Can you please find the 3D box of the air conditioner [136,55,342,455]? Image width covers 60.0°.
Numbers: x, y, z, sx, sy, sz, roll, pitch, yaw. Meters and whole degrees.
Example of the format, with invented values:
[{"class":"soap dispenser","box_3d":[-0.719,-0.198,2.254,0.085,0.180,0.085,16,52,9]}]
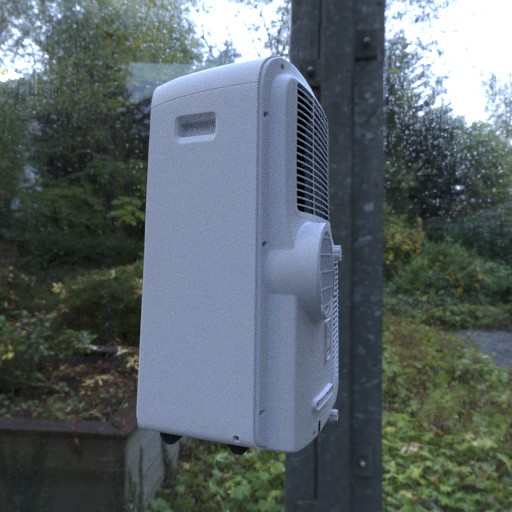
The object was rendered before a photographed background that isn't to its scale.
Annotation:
[{"class":"air conditioner","box_3d":[0.000,0.000,0.957,0.365,0.700,0.454,0,0,18]}]
